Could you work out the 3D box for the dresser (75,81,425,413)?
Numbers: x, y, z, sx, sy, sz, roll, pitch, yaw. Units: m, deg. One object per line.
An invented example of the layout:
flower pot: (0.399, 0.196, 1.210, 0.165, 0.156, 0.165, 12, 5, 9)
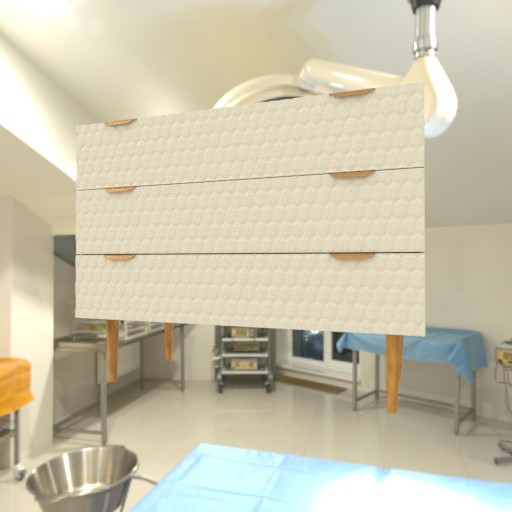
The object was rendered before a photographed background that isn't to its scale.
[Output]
dresser: (0.000, 0.000, 1.282, 0.905, 0.721, 0.457, 0, -1, 20)
